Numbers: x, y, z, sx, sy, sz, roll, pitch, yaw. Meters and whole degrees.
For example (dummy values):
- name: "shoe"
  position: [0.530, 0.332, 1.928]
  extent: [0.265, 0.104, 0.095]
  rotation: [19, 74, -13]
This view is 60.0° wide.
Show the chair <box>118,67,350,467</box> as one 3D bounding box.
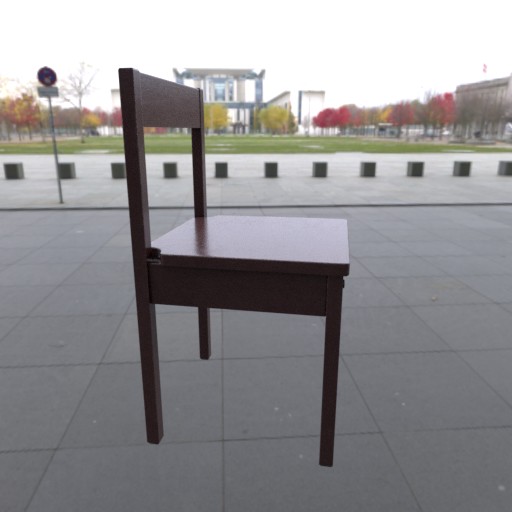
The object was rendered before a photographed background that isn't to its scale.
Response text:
- name: "chair"
  position: [0.000, 0.000, 0.893]
  extent: [0.361, 0.668, 0.367]
  rotation: [3, 16, 10]
